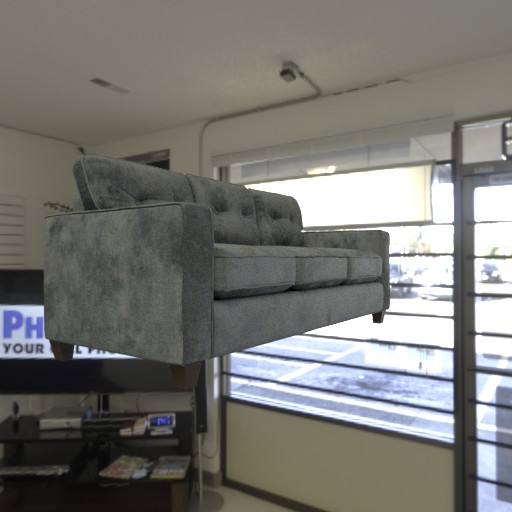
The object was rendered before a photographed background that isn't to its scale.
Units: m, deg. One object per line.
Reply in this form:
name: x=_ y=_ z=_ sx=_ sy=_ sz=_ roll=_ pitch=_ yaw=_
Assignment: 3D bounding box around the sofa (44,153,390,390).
sofa: x=0.000 y=0.000 z=2.639 sx=0.939 sy=0.965 sz=2.133 roll=0 pitch=0 yaw=36
